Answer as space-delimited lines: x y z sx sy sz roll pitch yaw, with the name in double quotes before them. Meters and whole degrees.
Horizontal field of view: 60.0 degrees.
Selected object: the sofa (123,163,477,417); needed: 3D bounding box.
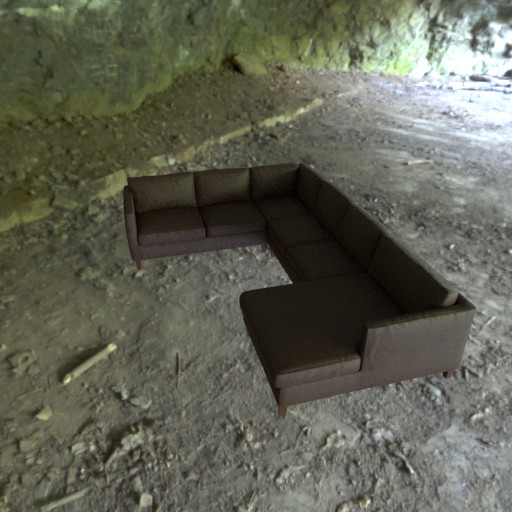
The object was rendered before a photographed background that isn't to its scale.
"sofa" 0.000 0.000 4.621 2.593 0.923 3.460 -8 31 -13
